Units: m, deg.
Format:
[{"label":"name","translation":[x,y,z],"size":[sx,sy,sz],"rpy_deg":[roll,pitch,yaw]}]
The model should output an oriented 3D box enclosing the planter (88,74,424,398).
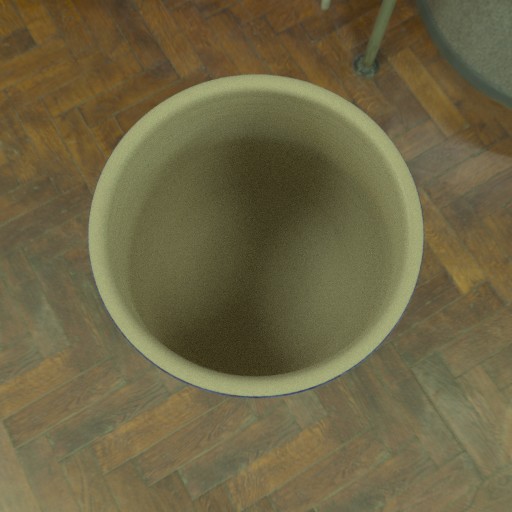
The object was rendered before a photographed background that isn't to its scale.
[{"label":"planter","translation":[0.000,0.000,0.285],"size":[0.165,0.149,0.165],"rpy_deg":[0,77,0]}]
